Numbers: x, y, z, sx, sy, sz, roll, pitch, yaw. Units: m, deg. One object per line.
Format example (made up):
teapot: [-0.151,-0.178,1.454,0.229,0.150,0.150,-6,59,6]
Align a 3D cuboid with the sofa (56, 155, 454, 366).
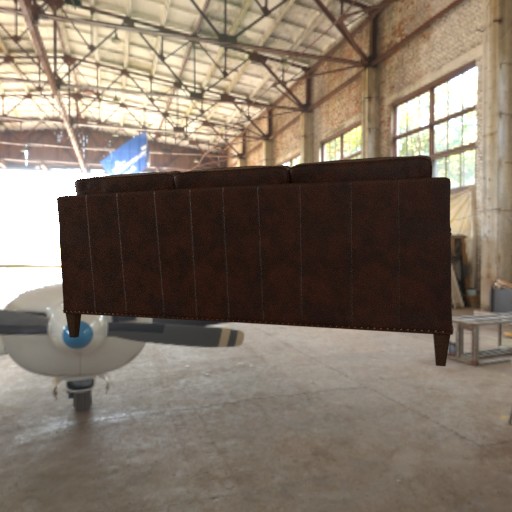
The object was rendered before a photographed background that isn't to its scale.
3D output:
sofa: [0.000,0.000,2.791,2.240,1.003,1.084,0,1,19]
